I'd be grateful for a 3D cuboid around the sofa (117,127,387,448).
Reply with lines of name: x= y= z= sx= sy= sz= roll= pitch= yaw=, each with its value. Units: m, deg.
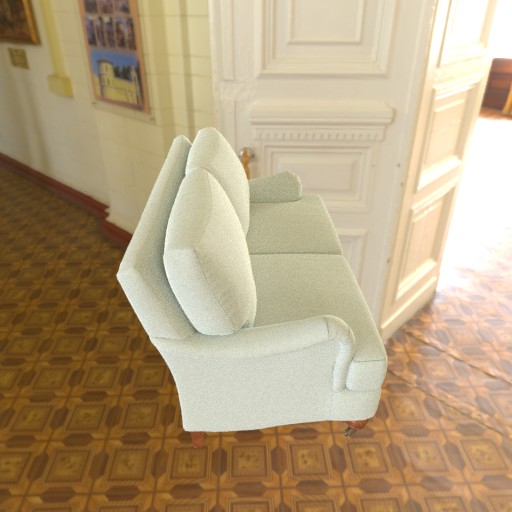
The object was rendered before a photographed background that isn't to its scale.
sofa: x=0.000 y=0.000 z=2.595 sx=1.084 sy=1.101 sz=1.853 roll=-1 pitch=31 yaw=-2
